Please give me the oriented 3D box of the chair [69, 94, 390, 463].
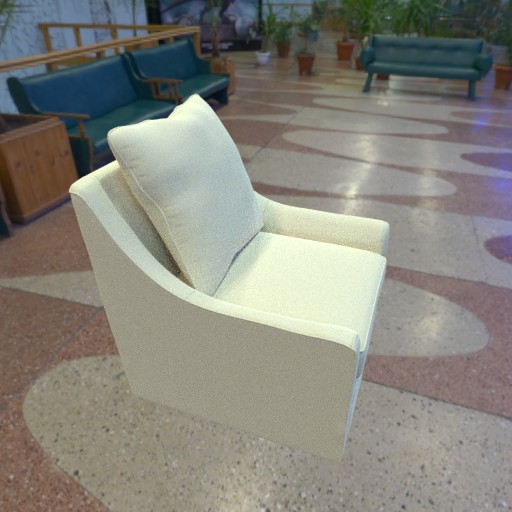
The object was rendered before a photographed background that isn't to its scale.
[{"bbox_3d":[0.000,0.000,1.574,0.876,0.965,0.756,11,33,18],"label":"chair"}]
